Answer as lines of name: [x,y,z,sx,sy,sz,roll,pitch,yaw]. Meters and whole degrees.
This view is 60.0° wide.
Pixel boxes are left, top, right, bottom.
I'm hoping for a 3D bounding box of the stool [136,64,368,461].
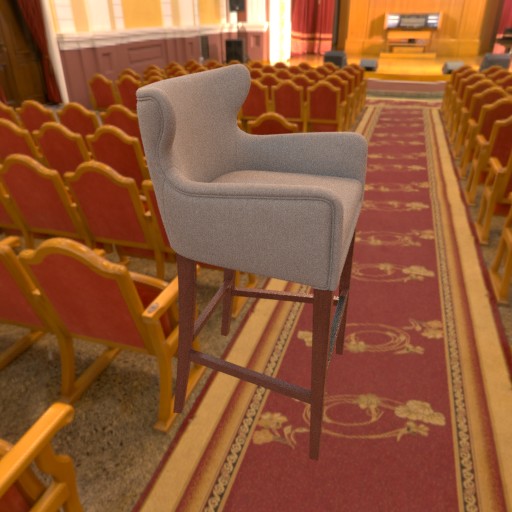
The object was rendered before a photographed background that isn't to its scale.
stool: [0.000,0.000,1.383,0.575,1.047,0.575,9,30,16]
